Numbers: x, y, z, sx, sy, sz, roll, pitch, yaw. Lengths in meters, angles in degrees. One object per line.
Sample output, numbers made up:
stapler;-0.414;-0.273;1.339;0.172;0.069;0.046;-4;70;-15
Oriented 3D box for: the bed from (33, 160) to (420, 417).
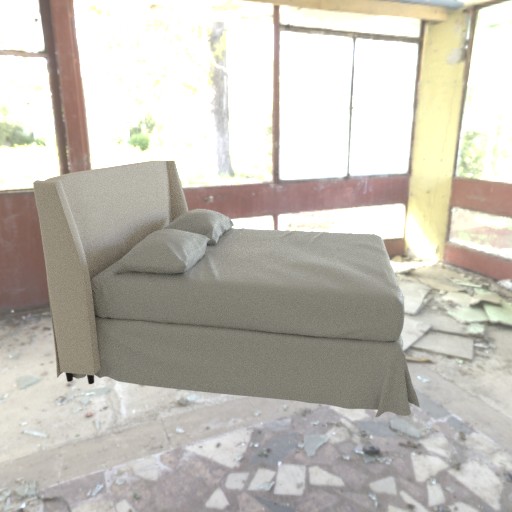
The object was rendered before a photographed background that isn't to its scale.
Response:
bed;0.000;0.000;3.399;2.276;1.332;1.925;3;16;11
